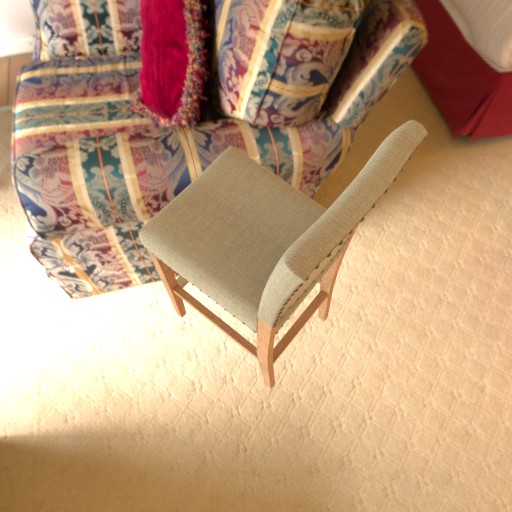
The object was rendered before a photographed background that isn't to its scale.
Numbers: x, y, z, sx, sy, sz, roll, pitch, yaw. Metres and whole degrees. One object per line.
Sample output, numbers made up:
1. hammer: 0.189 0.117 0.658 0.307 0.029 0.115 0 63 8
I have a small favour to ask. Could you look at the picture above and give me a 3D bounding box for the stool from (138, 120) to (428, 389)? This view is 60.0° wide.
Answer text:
1. stool: 0.000 0.000 1.439 0.585 1.203 0.445 36 69 17
